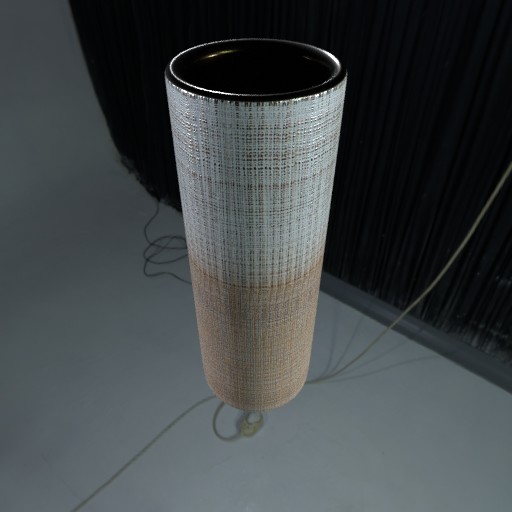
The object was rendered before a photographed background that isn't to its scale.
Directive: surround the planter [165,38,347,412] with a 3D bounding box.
[{"bbox_3d":[0.000,0.000,0.332,0.099,0.278,0.099,25,47,26],"label":"planter"}]
